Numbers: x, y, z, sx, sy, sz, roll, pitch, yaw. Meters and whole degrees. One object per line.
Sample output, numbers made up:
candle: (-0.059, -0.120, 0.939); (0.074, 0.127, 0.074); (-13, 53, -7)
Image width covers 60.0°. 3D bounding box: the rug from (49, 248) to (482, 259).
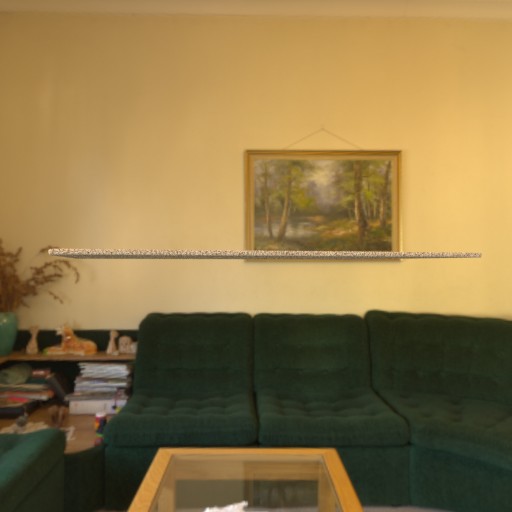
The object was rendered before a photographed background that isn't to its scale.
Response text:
rug: (0.000, 0.000, 3.066); (2.438, 0.030, 1.524); (0, -1, -18)
